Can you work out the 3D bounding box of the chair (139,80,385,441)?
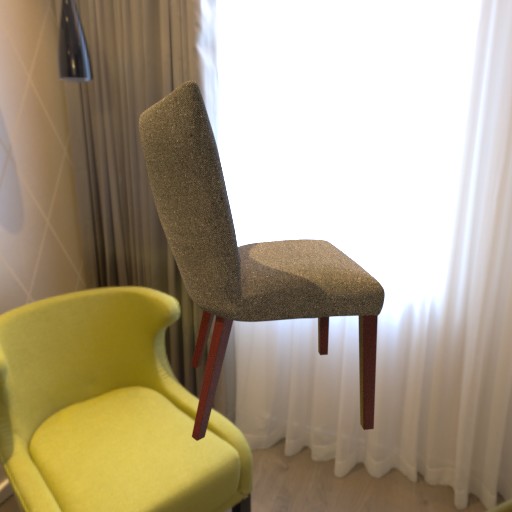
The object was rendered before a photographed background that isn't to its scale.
[{"bbox_3d":[0.000,0.000,1.323,0.623,0.924,0.535,-2,16,-8],"label":"chair"}]
